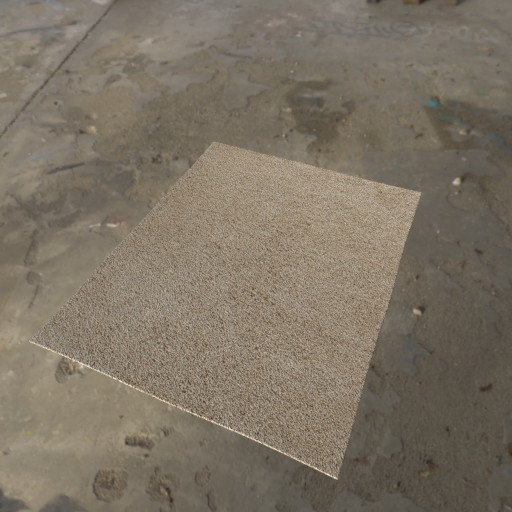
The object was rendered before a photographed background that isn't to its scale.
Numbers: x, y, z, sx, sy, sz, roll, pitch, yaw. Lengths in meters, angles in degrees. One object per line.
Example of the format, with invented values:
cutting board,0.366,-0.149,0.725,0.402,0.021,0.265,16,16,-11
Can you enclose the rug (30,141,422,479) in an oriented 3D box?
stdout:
rug,0.000,0.000,3.947,2.400,0.025,3.000,18,49,16
